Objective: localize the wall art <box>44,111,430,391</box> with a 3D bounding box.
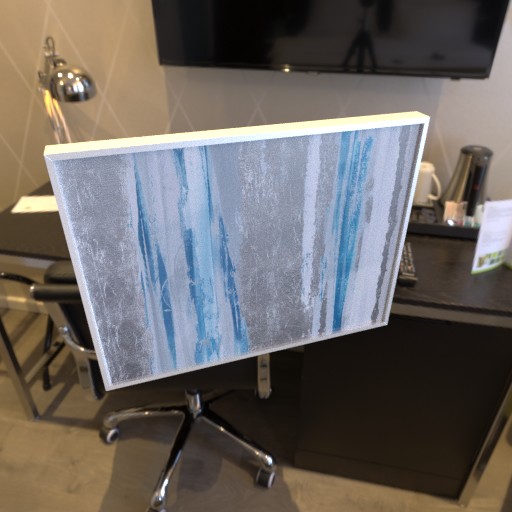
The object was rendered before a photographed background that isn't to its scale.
[{"bbox_3d":[0.000,0.000,1.406,1.056,0.801,0.066,-10,33,-15],"label":"wall art"}]
